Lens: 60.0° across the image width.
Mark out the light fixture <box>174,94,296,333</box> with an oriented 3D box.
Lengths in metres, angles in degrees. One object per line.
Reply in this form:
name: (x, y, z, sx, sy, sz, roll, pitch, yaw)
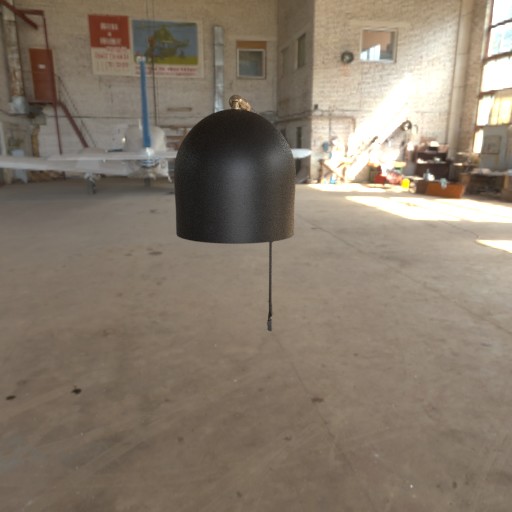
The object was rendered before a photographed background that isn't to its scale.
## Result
light fixture: (0.000, 0.000, 1.081, 0.215, 0.696, 0.720, 2, 14, 8)
